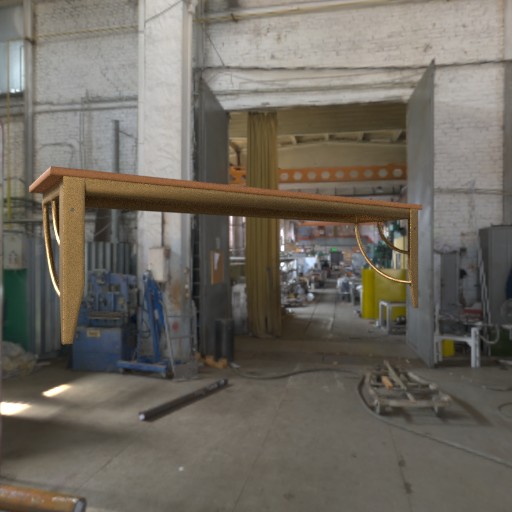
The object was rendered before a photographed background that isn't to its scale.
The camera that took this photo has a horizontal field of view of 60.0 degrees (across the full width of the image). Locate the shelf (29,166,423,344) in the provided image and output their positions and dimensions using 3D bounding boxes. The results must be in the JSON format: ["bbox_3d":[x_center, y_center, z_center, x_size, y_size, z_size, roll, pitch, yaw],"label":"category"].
[{"bbox_3d":[0.000,0.000,0.715,0.636,0.190,0.166,0,0,-34],"label":"shelf"}]
